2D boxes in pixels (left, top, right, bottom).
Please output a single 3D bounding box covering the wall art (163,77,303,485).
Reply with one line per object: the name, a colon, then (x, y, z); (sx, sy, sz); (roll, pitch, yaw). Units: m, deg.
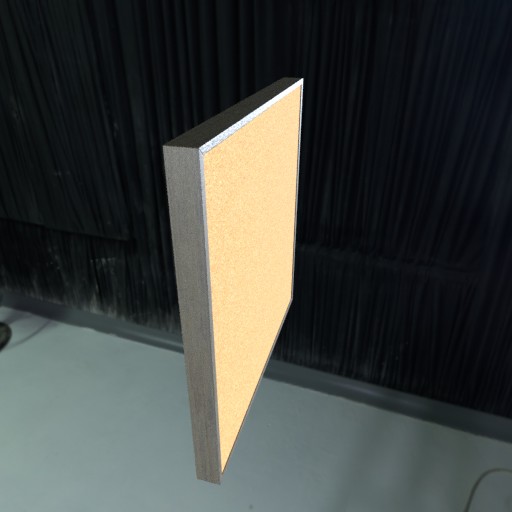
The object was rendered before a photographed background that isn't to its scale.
wall art: (0.000, 0.000, 0.755); (0.037, 0.507, 0.507); (8, 30, 14)
